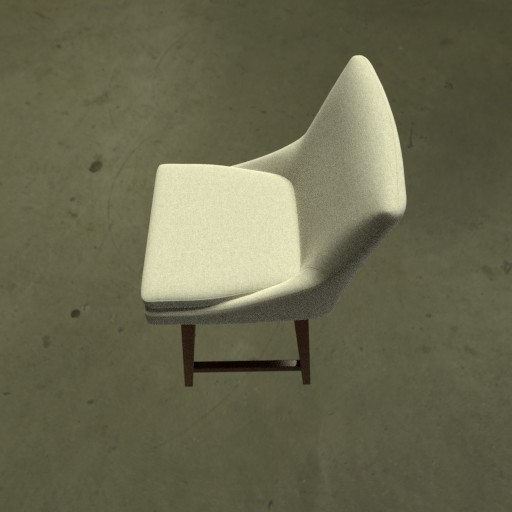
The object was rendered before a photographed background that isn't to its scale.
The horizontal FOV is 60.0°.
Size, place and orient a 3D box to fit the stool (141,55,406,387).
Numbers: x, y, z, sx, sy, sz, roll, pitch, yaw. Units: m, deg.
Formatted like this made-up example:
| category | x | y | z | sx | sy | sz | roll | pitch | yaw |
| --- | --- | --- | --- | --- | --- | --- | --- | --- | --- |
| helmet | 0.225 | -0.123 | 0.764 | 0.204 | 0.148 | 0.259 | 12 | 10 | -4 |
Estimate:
| category | x | y | z | sx | sy | sz | roll | pitch | yaw |
| --- | --- | --- | --- | --- | --- | --- | --- | --- | --- |
| stool | 0.000 | 0.000 | 1.280 | 0.559 | 0.991 | 0.469 | -1 | 58 | -1 |
